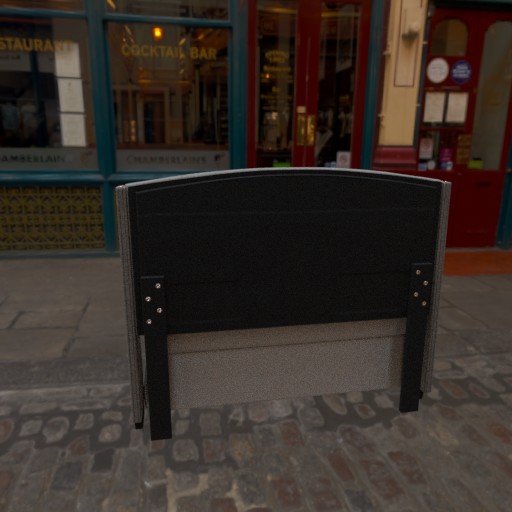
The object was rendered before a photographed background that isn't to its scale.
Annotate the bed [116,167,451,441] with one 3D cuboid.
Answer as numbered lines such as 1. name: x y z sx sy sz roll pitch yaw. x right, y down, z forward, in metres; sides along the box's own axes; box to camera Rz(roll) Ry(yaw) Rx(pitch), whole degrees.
1. bed: 0.000 0.000 3.373 1.710 1.407 2.237 -2 14 -10
